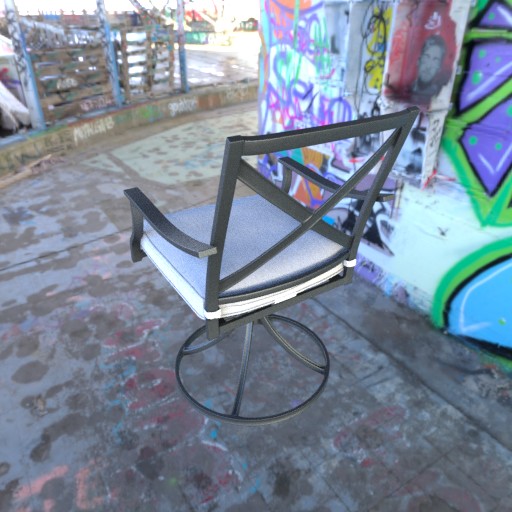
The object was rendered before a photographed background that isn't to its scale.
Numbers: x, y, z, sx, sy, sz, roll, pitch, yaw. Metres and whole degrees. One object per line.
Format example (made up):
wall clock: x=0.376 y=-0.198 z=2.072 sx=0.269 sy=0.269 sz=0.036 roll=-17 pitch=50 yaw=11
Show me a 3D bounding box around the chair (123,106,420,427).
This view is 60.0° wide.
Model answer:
chair: x=0.000 y=0.000 z=1.298 sx=0.575 sy=0.889 sz=0.620 roll=-18 pitch=34 yaw=-28
